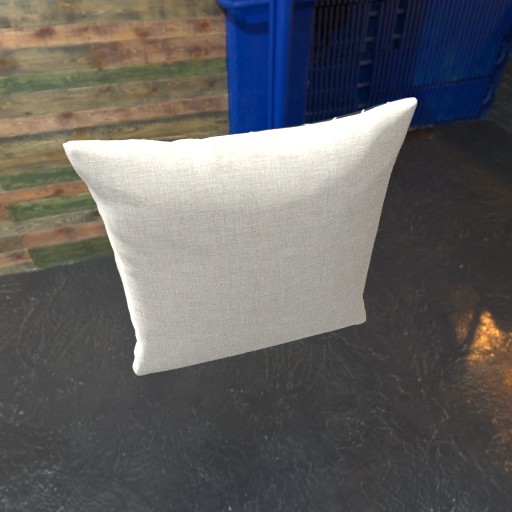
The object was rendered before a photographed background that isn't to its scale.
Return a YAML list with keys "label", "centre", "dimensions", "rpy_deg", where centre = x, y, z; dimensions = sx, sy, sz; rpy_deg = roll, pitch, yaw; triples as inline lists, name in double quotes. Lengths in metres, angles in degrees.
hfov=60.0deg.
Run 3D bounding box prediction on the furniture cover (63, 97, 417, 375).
- label: "furniture cover"
  centre: [0.000, 0.000, 0.785]
  dimensions: [0.517, 0.508, 0.158]
  rpy_deg: [-11, 41, -13]
